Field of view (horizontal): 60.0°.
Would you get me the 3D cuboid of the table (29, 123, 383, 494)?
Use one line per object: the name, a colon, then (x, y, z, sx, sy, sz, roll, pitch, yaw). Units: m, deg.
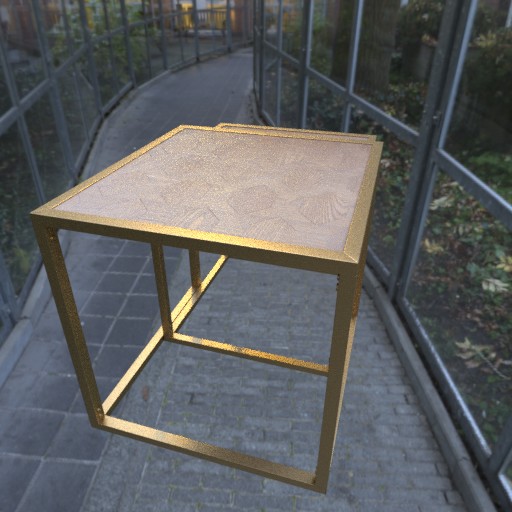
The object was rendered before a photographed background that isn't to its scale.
table: (0.000, 0.000, 1.063, 0.505, 0.505, 0.762, 9, 32, 14)
